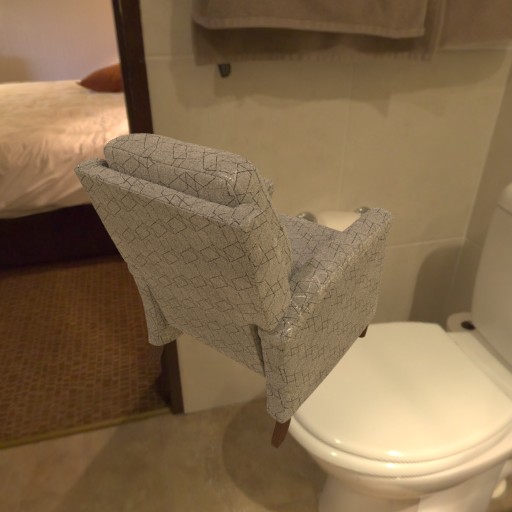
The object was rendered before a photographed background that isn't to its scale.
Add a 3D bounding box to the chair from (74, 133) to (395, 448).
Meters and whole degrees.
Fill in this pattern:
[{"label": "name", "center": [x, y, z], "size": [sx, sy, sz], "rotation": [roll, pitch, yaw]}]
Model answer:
[{"label": "chair", "center": [0.000, 0.000, 1.739], "size": [0.753, 1.048, 0.987], "rotation": [21, 36, 32]}]
